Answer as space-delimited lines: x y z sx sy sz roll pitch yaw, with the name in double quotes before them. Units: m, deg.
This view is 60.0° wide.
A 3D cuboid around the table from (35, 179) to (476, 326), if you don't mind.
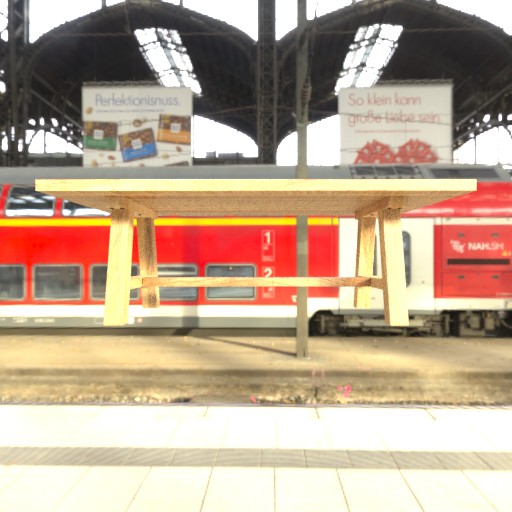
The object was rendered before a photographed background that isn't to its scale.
"table" 0.000 0.000 1.704 1.320 0.455 0.760 0 0 0
